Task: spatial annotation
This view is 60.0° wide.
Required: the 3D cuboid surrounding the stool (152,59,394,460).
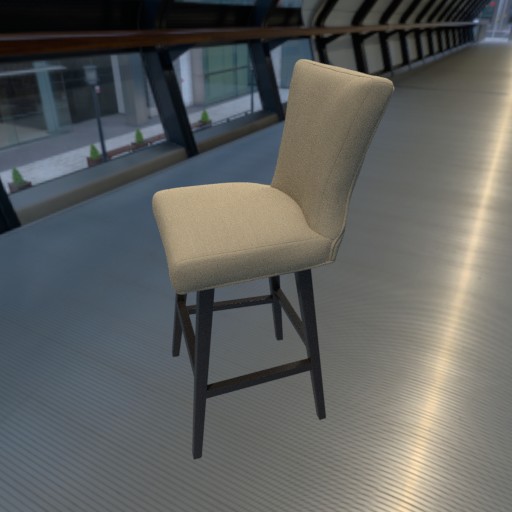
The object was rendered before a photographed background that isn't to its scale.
[{"bbox_3d":[0.000,0.000,1.393,0.574,1.086,0.514,-8,30,-15],"label":"stool"}]
